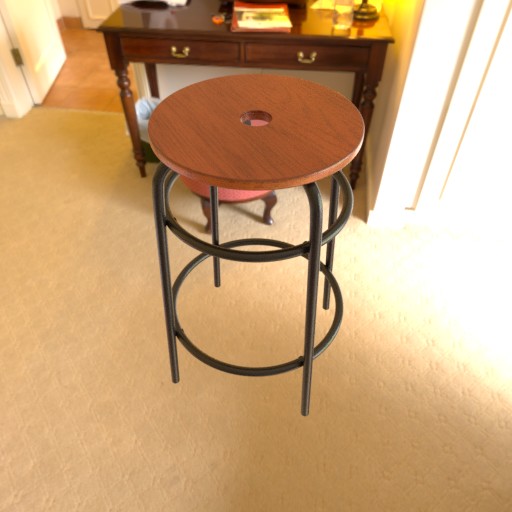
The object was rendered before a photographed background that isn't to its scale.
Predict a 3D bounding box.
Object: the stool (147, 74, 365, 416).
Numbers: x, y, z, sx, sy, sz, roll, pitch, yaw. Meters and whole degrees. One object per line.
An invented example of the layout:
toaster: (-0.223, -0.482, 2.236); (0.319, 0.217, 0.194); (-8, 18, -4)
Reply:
stool: (0.000, 0.000, 0.907); (0.455, 0.610, 0.455); (-22, 49, -21)
